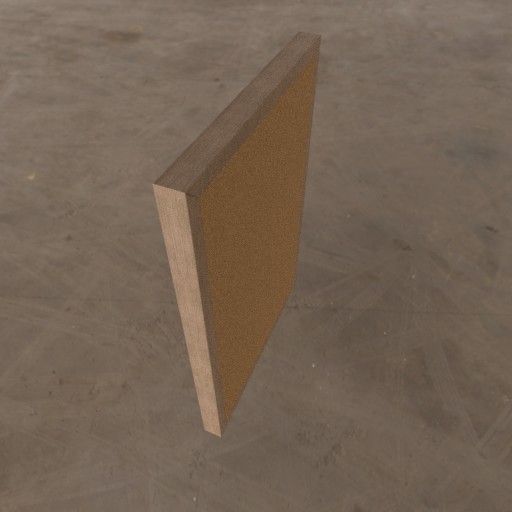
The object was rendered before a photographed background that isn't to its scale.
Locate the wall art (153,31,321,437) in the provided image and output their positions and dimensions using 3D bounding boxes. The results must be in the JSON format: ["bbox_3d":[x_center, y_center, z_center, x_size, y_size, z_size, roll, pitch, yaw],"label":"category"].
[{"bbox_3d":[0.000,0.000,0.656,0.031,0.509,0.356,18,49,16],"label":"wall art"}]
